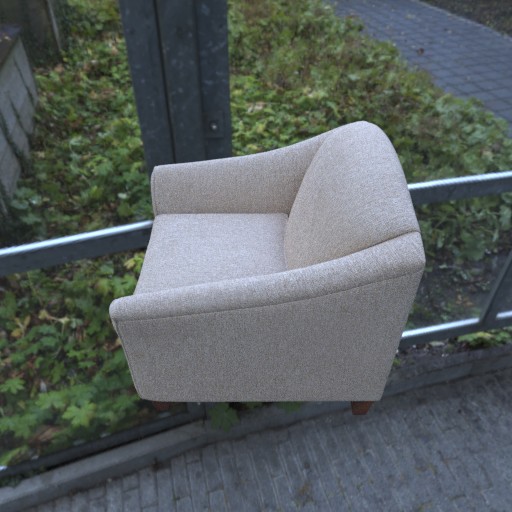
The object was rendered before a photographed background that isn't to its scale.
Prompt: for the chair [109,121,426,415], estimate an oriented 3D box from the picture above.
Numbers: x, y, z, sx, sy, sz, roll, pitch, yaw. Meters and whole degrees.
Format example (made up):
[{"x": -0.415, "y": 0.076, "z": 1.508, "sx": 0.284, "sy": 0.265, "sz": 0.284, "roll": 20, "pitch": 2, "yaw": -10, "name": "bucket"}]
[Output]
[{"x": 0.000, "y": 0.000, "z": 1.485, "sx": 0.787, "sy": 0.839, "sz": 0.763, "roll": -1, "pitch": 41, "yaw": -1, "name": "chair"}]
